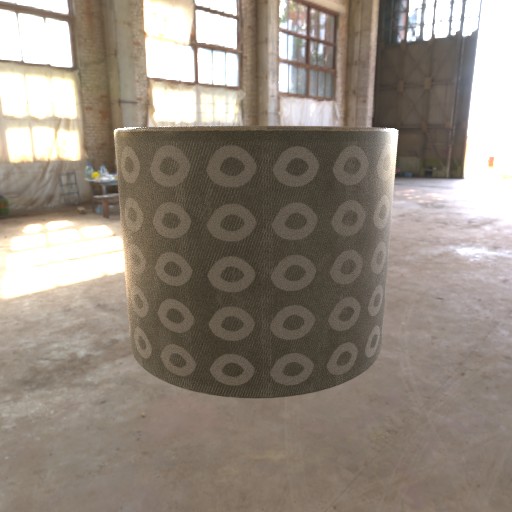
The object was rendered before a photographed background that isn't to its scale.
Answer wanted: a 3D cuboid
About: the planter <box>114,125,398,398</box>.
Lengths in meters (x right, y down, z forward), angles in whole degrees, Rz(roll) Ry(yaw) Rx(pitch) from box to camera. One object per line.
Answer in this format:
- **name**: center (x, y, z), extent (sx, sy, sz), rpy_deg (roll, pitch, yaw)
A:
- **planter**: center (0.000, 0.000, 0.438), extent (0.250, 0.239, 0.250), rpy_deg (0, 14, 0)
